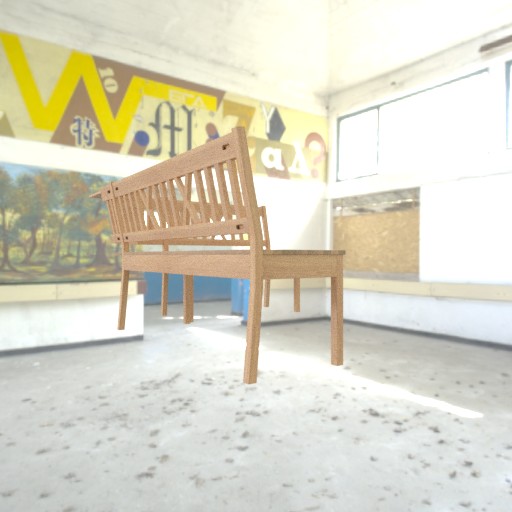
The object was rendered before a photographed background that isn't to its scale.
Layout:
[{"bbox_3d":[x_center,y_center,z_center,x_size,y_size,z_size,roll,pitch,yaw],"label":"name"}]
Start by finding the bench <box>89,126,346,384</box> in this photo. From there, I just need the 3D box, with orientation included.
[{"bbox_3d":[0.000,0.000,2.760,1.537,0.902,1.937,0,0,-35],"label":"bench"}]
